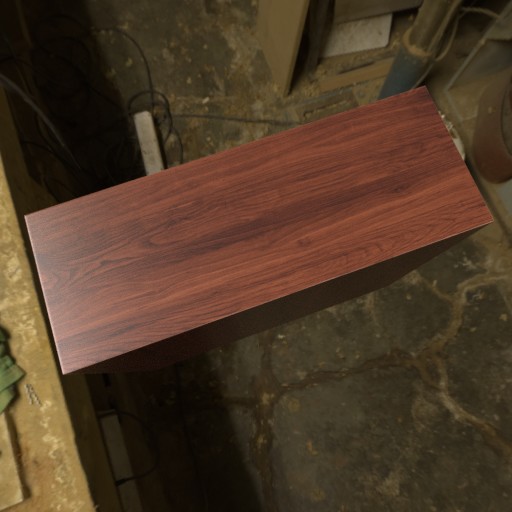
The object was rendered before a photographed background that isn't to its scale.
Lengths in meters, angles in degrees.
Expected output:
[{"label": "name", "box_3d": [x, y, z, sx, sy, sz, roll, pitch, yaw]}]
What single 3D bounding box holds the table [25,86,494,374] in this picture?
[{"label": "table", "box_3d": [0.000, 0.000, 1.320, 0.930, 0.790, 0.380, -19, 77, -5]}]
